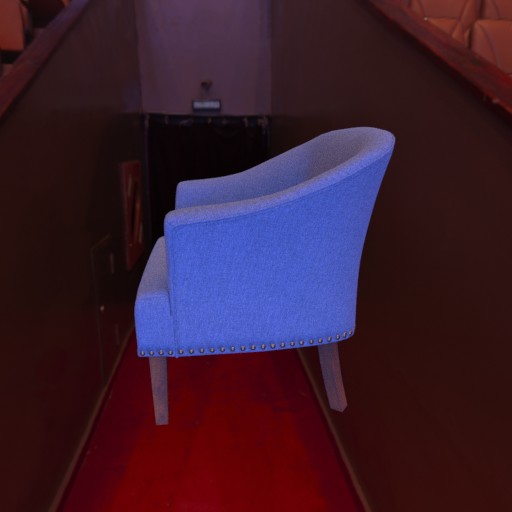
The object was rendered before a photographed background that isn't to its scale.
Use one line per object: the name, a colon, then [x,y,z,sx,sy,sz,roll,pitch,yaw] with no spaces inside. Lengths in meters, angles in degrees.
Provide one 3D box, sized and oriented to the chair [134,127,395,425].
chair: [0.000,0.000,1.456,0.704,0.815,0.798,-2,15,-7]
